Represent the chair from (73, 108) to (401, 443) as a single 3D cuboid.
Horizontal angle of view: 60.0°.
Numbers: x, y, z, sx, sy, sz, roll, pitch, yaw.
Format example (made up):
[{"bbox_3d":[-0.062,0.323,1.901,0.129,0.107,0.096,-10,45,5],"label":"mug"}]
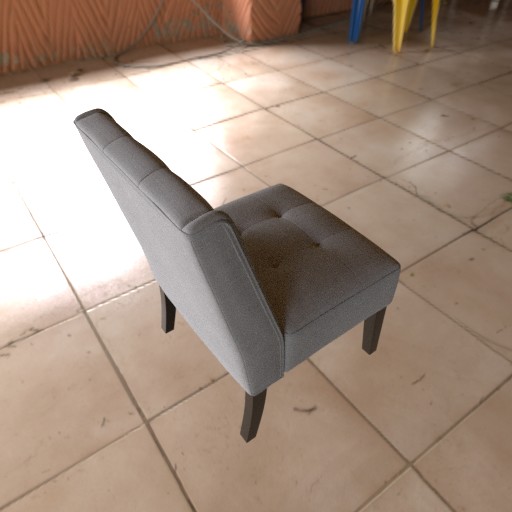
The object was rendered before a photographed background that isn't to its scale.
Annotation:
[{"bbox_3d":[0.000,0.000,1.292,0.676,0.853,0.569,-26,47,-27],"label":"chair"}]
